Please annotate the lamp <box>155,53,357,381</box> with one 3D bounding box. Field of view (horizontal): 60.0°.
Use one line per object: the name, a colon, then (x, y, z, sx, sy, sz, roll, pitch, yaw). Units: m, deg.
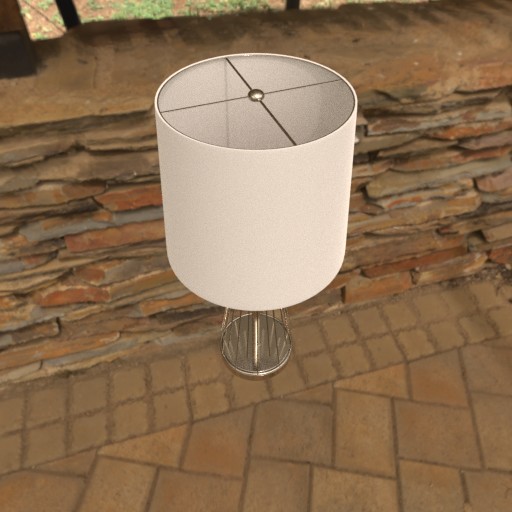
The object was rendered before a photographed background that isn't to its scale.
lamp: (0.000, 0.000, 0.791, 0.303, 0.618, 0.303, 0, 47, 0)
